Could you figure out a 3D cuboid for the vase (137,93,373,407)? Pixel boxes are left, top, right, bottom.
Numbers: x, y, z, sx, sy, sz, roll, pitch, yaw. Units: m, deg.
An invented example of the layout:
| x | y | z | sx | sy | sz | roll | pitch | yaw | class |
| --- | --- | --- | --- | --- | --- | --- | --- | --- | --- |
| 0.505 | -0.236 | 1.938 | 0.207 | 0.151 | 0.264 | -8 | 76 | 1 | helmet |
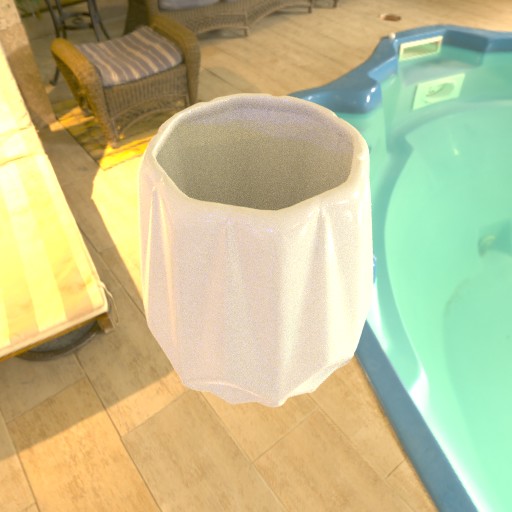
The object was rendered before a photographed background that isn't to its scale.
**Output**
| x | y | z | sx | sy | sz | roll | pitch | yaw | class |
| --- | --- | --- | --- | --- | --- | --- | --- | --- | --- |
| 0.000 | 0.000 | 0.258 | 0.141 | 0.152 | 0.141 | 0 | 47 | 0 | vase |
